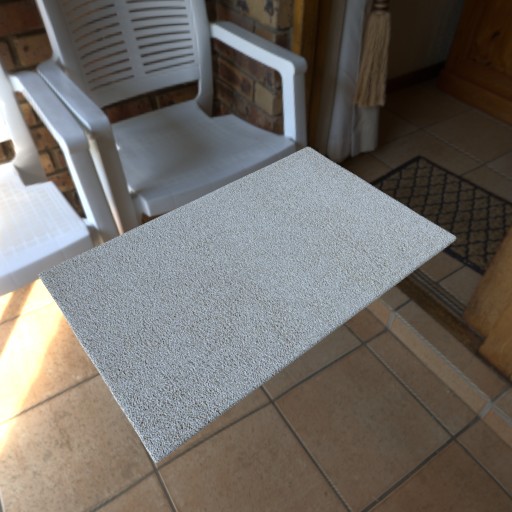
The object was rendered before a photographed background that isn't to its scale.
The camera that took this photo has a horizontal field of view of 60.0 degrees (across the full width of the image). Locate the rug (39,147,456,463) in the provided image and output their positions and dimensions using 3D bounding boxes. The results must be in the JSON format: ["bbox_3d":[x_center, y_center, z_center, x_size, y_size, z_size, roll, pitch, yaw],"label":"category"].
[{"bbox_3d":[0.000,0.000,3.018,2.438,0.030,1.524,-30,53,-26],"label":"rug"}]
